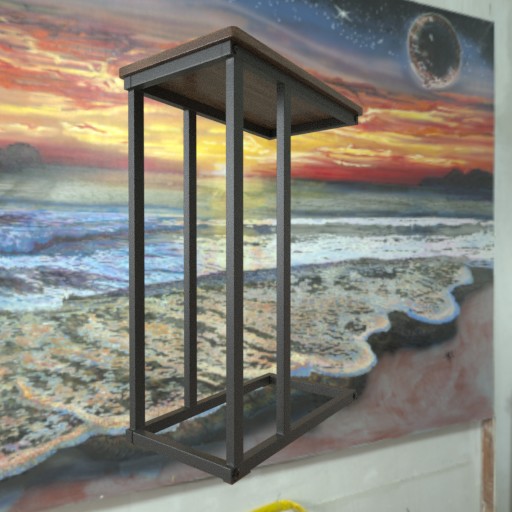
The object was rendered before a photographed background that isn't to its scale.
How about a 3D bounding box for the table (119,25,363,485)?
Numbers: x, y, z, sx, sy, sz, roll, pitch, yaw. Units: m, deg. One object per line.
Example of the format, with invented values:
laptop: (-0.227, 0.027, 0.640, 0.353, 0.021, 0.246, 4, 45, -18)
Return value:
table: (0.000, 0.000, 0.862, 0.254, 0.637, 0.450, 1, 1, 36)
